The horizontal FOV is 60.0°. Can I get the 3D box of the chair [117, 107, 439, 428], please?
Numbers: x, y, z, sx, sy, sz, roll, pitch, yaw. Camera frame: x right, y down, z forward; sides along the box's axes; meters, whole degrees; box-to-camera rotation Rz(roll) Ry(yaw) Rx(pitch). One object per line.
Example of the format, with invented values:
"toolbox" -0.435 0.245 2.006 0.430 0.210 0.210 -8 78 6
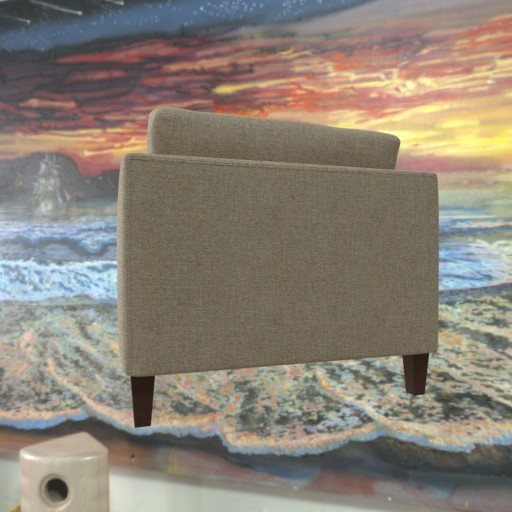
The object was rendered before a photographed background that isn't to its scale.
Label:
"chair" 0.000 0.000 1.848 1.107 0.987 0.959 0 0 -18
